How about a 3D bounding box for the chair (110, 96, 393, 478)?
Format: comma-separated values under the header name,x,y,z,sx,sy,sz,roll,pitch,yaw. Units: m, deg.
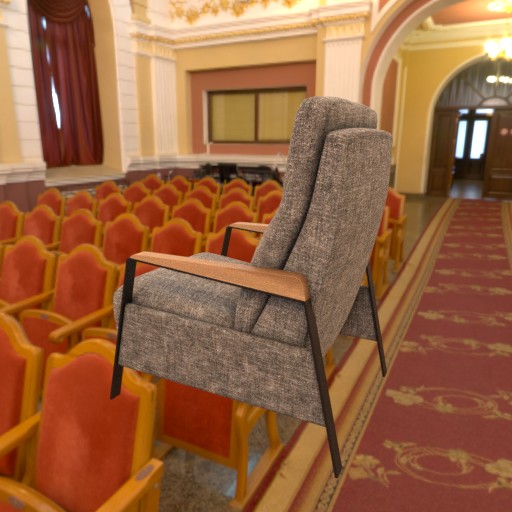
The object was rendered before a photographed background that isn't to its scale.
name,x,y,z,sx,sy,sz,roll,pitch,yaw
chair,0.000,0.000,1.601,0.868,1.042,0.671,7,16,26
